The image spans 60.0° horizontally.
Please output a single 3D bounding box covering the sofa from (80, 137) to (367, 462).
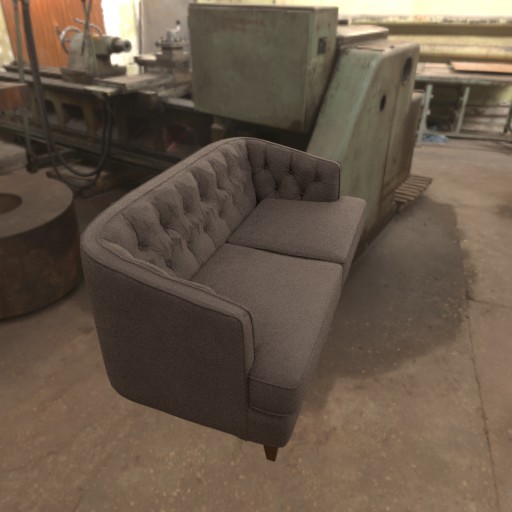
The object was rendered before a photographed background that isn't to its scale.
[{"bbox_3d":[0.000,0.000,2.298,0.941,0.855,1.733,10,31,17],"label":"sofa"}]
